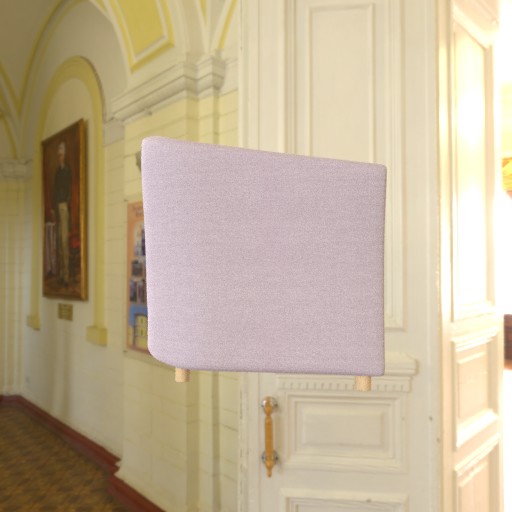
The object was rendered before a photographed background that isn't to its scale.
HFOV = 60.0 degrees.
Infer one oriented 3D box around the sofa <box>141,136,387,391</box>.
[{"bbox_3d":[0.000,0.000,1.843,0.705,0.721,1.452,0,-1,1],"label":"sofa"}]
